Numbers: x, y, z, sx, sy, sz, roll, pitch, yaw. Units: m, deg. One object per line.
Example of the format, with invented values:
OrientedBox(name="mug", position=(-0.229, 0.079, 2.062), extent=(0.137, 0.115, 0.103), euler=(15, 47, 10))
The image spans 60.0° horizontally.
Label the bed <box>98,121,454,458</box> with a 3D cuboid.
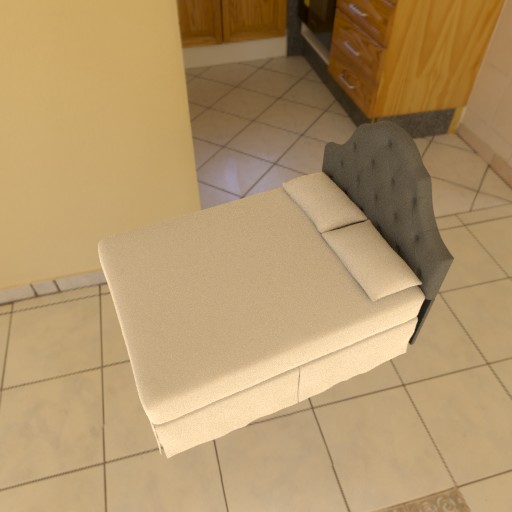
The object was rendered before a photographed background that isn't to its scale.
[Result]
OrientedBox(name="bed", position=(0.000, 0.000, 3.233), extent=(2.155, 1.575, 1.636), euler=(-18, 49, -16))
